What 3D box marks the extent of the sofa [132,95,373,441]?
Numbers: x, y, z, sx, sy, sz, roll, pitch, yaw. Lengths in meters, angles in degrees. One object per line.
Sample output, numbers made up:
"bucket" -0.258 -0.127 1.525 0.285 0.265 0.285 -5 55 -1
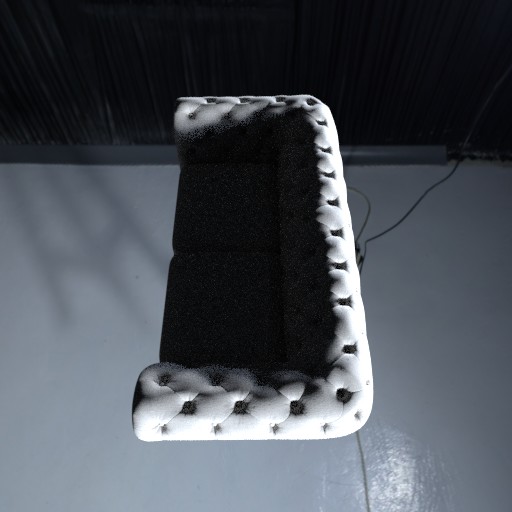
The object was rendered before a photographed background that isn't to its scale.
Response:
"sofa" 0.000 0.000 2.477 0.986 0.764 1.998 0 58 0
